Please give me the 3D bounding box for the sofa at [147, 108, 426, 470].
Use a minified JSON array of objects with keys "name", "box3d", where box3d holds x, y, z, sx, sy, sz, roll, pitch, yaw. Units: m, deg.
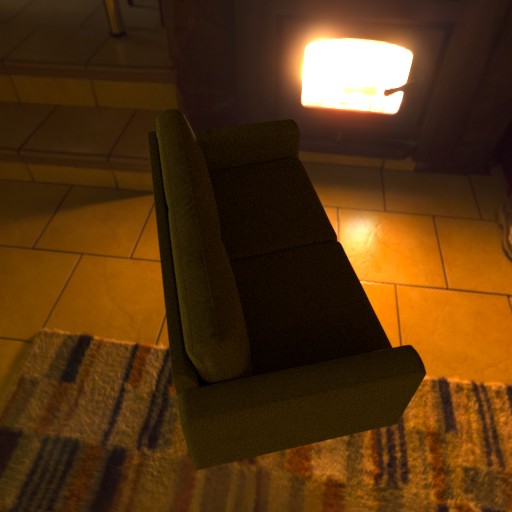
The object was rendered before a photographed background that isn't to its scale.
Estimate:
[{"name":"sofa","box3d":[0.000,0.000,2.218,0.889,0.897,1.730,-9,48,-8]}]
